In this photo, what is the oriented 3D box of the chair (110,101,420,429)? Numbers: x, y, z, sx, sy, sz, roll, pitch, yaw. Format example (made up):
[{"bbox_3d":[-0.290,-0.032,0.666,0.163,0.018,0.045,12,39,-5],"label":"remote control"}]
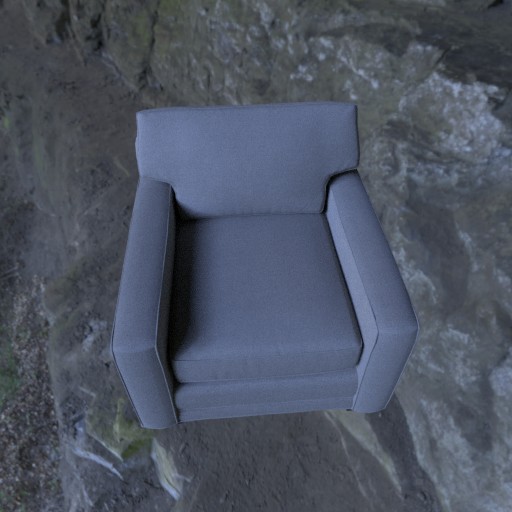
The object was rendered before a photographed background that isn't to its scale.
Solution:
[{"bbox_3d":[0.000,0.000,1.831,0.999,0.934,1.044,-3,46,-3],"label":"chair"}]
